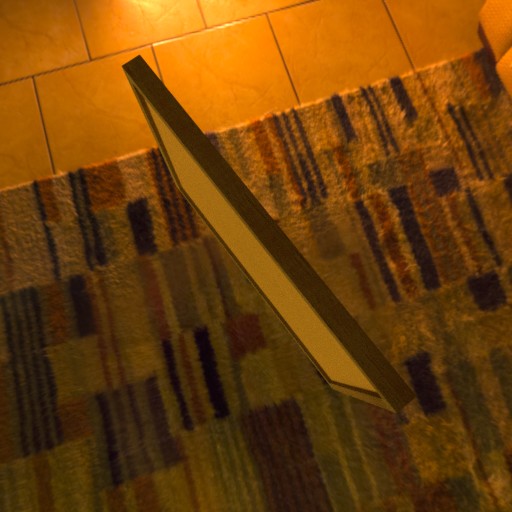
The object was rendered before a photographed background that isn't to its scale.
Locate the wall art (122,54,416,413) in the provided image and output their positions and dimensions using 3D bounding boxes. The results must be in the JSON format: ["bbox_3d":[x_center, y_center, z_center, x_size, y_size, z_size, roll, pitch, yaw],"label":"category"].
[{"bbox_3d":[0.000,0.000,1.787,0.070,1.009,1.320,-37,79,-8],"label":"wall art"}]
